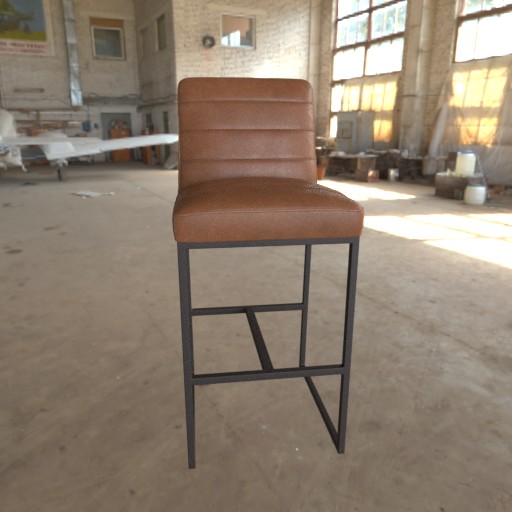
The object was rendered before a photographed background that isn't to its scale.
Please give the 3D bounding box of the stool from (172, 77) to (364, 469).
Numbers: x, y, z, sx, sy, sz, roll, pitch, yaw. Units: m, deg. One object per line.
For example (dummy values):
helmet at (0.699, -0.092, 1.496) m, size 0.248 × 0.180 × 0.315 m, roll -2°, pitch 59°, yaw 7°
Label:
stool at (0.000, 0.000, 1.325) m, size 0.458 × 1.040 × 0.556 m, roll -2°, pitch 16°, yaw -8°
